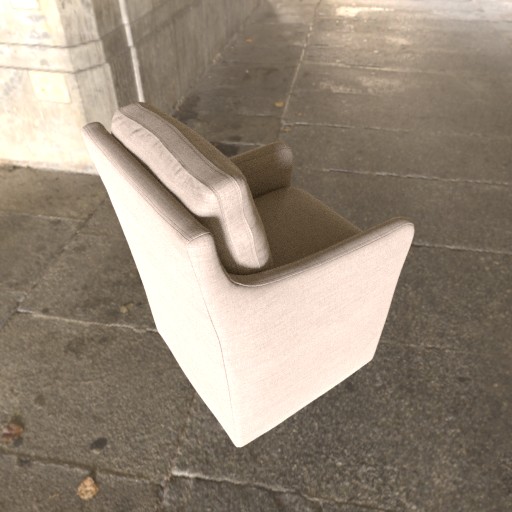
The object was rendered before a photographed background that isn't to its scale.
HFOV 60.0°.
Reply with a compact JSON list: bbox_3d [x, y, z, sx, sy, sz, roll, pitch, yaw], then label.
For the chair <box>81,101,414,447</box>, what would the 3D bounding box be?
[{"bbox_3d":[0.000,0.000,1.354,0.694,0.914,0.626,-24,46,-26],"label":"chair"}]
